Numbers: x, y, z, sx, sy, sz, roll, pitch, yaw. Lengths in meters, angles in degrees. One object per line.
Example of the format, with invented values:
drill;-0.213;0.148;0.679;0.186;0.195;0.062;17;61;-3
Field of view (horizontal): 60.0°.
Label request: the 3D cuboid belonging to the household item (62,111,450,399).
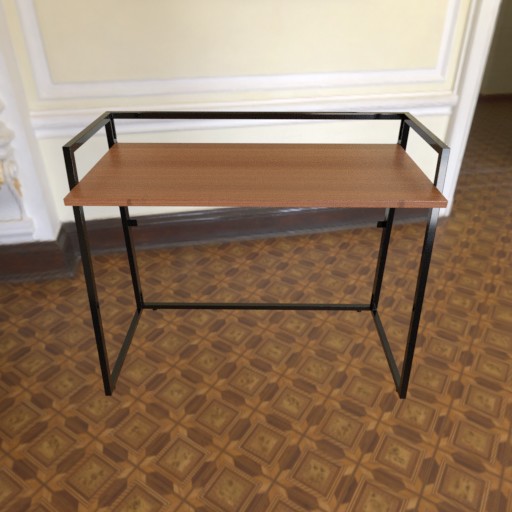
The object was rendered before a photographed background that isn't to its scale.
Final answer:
household item;0.000;0.000;1.539;1.050;0.860;0.510;0;31;1
